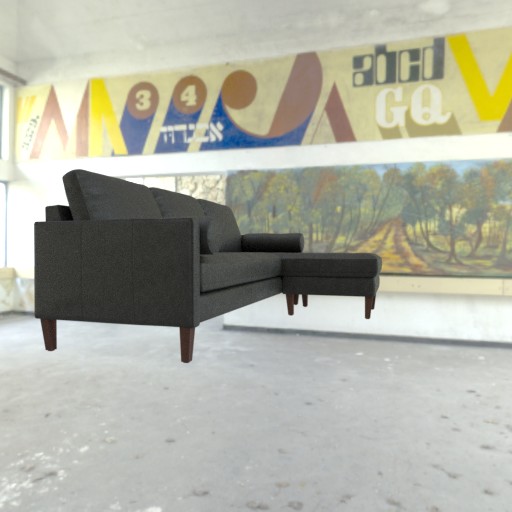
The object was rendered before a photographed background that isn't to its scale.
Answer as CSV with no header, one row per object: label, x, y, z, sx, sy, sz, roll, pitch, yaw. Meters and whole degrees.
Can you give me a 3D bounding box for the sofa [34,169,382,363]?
sofa,0.000,0.000,2.864,1.497,0.876,2.178,0,1,18
